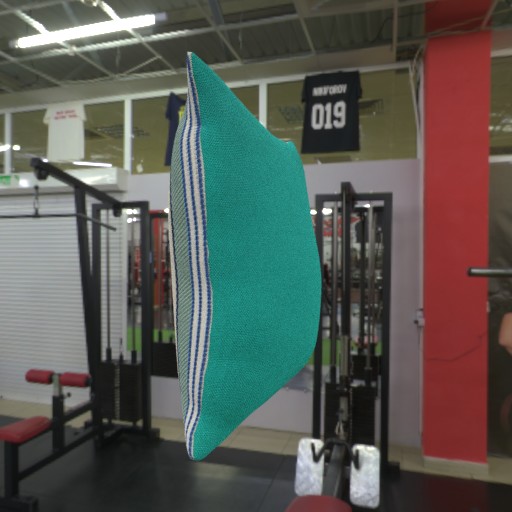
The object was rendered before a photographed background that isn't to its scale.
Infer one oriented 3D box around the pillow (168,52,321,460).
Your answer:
[{"bbox_3d":[0.000,0.000,0.665,0.182,0.441,0.440,0,0,19],"label":"pillow"}]
